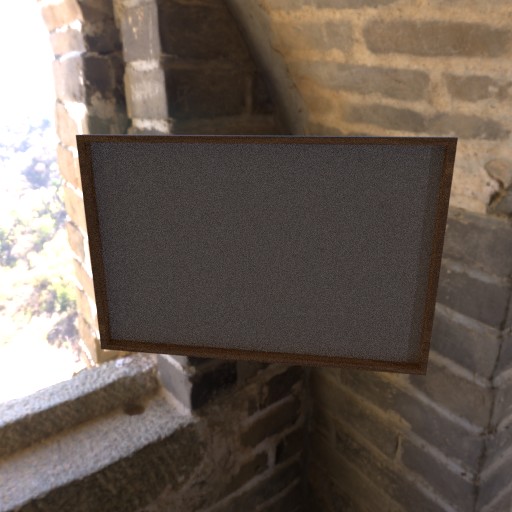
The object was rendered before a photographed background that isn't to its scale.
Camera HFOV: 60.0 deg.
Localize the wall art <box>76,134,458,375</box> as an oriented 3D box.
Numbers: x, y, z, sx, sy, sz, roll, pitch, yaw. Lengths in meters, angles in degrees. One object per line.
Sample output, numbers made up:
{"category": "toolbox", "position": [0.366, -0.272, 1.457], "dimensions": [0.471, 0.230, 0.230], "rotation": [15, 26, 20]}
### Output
{"category": "wall art", "position": [0.000, 0.000, 1.155], "dimensions": [0.911, 0.605, 0.037], "rotation": [3, 18, 8]}
